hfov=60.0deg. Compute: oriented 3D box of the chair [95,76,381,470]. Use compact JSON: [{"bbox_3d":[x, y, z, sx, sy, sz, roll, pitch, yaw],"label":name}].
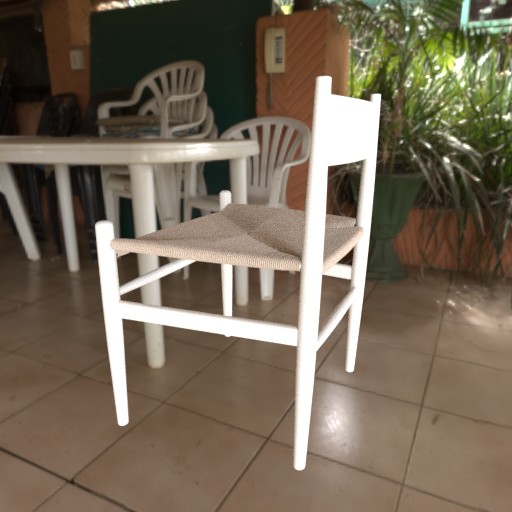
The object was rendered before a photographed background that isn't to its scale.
[{"bbox_3d":[0.000,0.000,1.087,0.495,0.762,0.556,8,18,24],"label":"chair"}]
